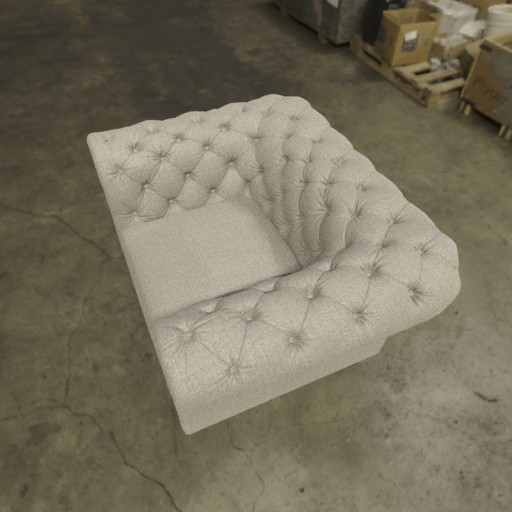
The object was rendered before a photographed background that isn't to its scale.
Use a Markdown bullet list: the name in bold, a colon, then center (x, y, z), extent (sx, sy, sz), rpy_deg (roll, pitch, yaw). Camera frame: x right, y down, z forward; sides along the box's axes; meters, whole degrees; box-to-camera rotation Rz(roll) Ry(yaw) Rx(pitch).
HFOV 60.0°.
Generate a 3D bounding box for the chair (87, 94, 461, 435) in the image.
- **chair**: center (0.000, 0.000, 1.798), extent (0.976, 0.770, 1.270), rpy_deg (-18, 50, -16)
